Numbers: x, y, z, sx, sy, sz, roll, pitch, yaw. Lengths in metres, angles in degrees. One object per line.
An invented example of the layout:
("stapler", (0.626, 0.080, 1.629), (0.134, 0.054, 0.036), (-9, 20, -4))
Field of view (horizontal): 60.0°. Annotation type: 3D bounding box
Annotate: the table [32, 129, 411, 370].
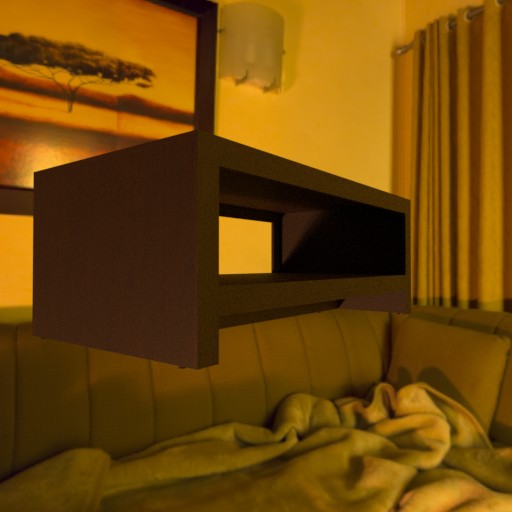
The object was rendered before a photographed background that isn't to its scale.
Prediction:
("table", (0.000, 0.000, 1.389), (0.597, 0.424, 1.099), (-1, -1, 38))
